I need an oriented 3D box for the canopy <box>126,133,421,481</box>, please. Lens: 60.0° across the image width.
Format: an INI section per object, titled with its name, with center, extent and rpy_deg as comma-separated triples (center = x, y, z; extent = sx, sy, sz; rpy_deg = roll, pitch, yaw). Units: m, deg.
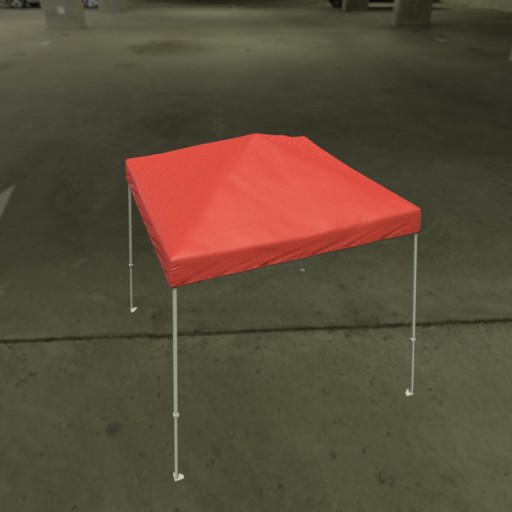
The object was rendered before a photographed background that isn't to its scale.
[canopy]
center = 0.000, 0.000, 5.117
extent = 2.848, 2.849, 2.849
rpy_deg = -12, 34, -18
